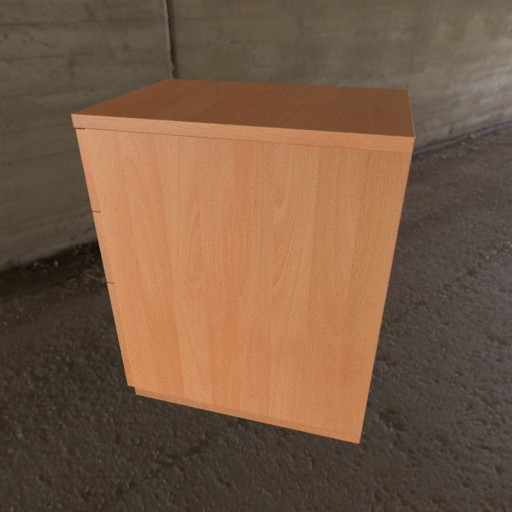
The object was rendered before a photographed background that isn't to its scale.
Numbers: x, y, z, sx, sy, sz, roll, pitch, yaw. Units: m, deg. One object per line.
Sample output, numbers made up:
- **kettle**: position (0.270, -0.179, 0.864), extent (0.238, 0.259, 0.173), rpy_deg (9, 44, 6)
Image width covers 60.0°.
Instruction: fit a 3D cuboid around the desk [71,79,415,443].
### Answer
- **desk**: position (0.000, 0.000, 1.080), extent (0.600, 0.730, 0.404), rpy_deg (8, 31, 13)
